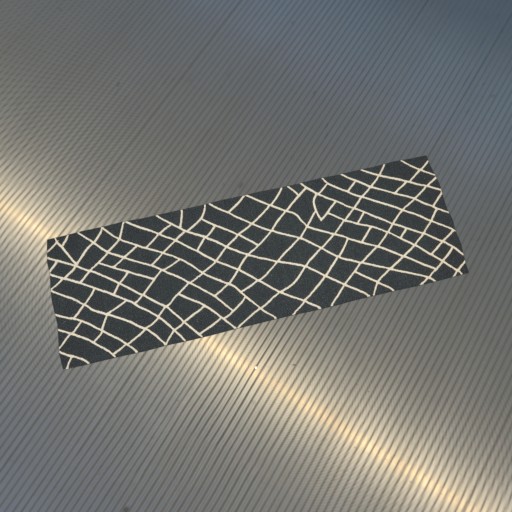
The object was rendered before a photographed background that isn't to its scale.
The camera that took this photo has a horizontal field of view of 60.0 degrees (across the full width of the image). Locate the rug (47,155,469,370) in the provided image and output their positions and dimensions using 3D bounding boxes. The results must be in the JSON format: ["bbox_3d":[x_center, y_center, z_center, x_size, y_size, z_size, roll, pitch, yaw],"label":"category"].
[{"bbox_3d":[0.000,0.000,2.688,2.476,0.010,0.807,-13,76,-3],"label":"rug"}]
